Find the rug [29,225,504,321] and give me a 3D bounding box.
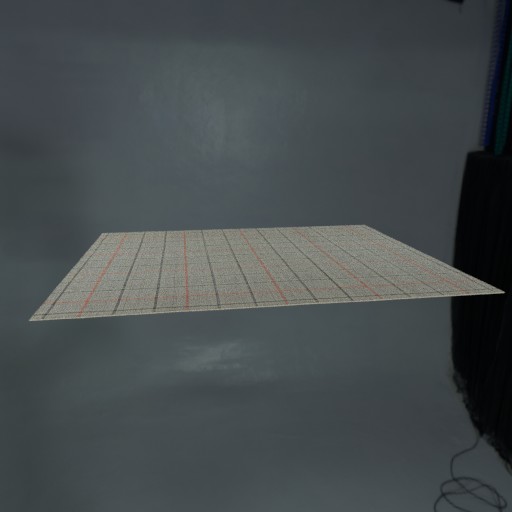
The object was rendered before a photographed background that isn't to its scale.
[{"bbox_3d":[0.000,0.000,3.955,3.048,0.012,2.444,-2,15,-9],"label":"rug"}]
